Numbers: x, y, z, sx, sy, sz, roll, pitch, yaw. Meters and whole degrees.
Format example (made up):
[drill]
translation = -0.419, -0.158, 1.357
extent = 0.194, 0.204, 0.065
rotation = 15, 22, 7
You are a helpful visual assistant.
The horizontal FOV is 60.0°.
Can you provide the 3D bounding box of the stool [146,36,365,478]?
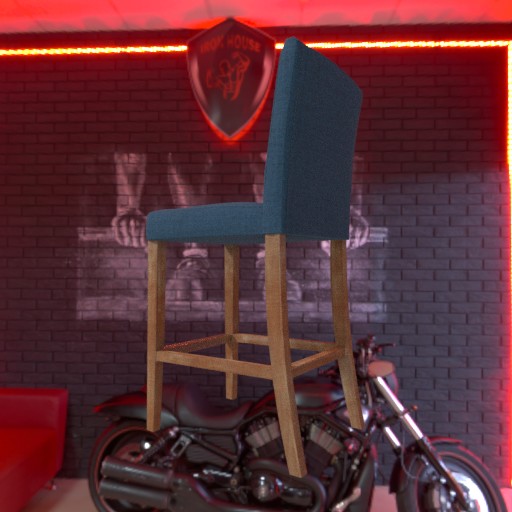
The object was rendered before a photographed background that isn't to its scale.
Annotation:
[stool]
translation = 0.000, 0.000, 1.405
extent = 0.574, 1.088, 0.454
rotation = -1, -1, 35
